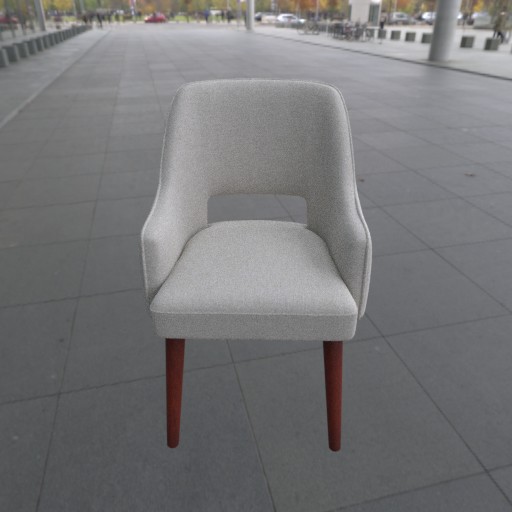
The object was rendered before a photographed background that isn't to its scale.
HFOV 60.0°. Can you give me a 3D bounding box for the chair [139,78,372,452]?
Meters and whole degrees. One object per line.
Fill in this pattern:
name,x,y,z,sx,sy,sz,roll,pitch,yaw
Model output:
chair,0.000,0.000,1.207,0.560,0.840,0.580,1,29,1
